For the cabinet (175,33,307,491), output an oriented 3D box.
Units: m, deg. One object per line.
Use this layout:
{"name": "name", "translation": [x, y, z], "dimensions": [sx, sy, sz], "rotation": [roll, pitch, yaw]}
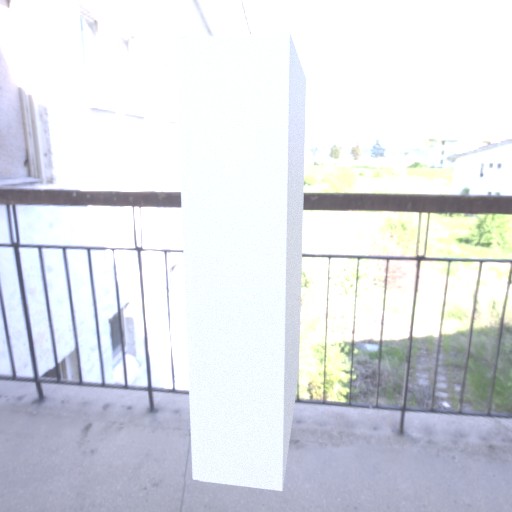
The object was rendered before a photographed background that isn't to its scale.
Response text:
{"name": "cabinet", "translation": [0.000, 0.000, 2.647], "dimensions": [0.480, 2.160, 1.250], "rotation": [2, 14, 9]}
